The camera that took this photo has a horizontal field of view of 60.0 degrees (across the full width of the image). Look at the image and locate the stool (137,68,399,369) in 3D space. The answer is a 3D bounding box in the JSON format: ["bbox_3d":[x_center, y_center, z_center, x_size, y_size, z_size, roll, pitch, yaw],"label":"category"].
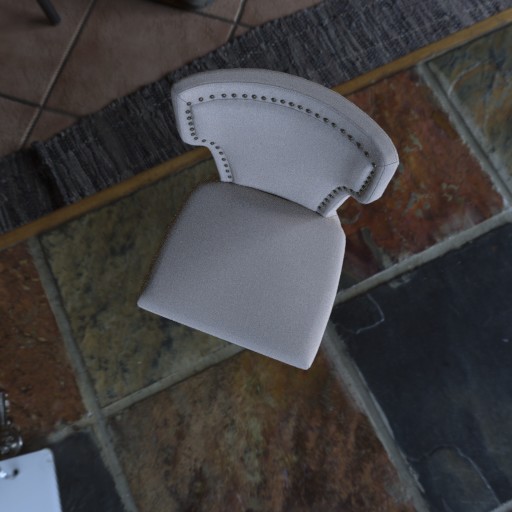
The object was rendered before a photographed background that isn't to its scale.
[{"bbox_3d":[0.000,0.000,1.405,0.526,1.092,0.563,20,77,5],"label":"stool"}]
